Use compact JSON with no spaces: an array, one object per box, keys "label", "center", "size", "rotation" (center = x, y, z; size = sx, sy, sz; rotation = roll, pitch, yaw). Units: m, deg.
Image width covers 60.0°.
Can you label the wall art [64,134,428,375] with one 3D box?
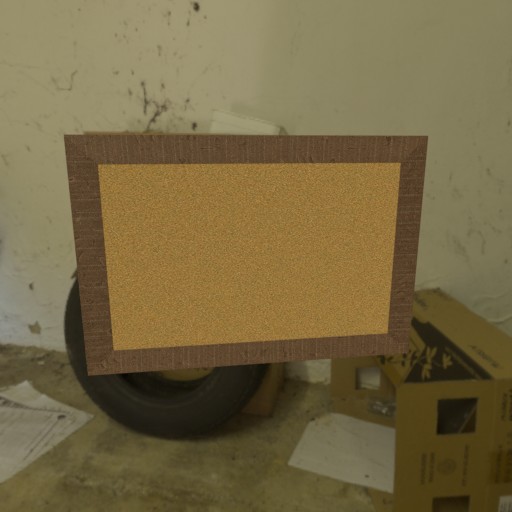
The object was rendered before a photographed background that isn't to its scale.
[{"label":"wall art","center":[0.000,0.000,1.191],"size":[0.917,0.626,0.019],"rotation":[-2,14,-8]}]
